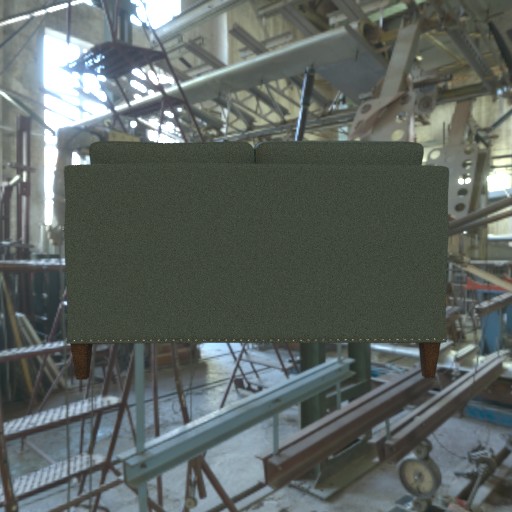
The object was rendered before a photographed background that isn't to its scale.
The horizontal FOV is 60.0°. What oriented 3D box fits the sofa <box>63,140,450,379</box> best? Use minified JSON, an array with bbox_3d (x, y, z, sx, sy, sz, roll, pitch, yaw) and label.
[{"bbox_3d":[0.000,0.000,2.248,1.597,1.003,1.084,0,1,-1],"label":"sofa"}]
